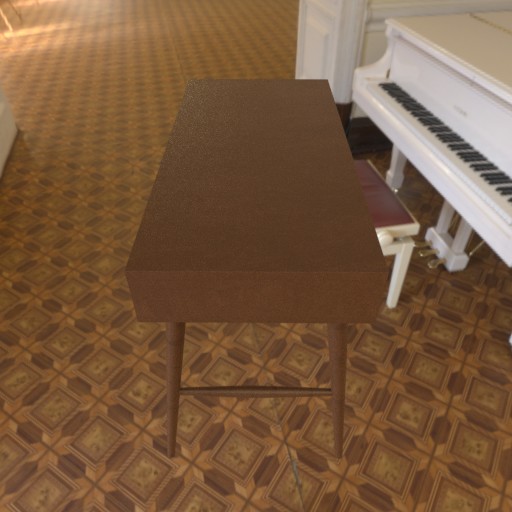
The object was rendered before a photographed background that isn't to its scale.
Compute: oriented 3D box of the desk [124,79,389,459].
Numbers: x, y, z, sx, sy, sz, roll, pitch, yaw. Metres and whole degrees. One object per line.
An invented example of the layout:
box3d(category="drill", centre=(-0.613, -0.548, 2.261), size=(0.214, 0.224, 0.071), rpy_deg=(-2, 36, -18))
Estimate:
box3d(category="desk", centre=(0.000, 0.000, 1.391), size=(0.510, 0.758, 0.949), rpy_deg=(0, 41, 0))
